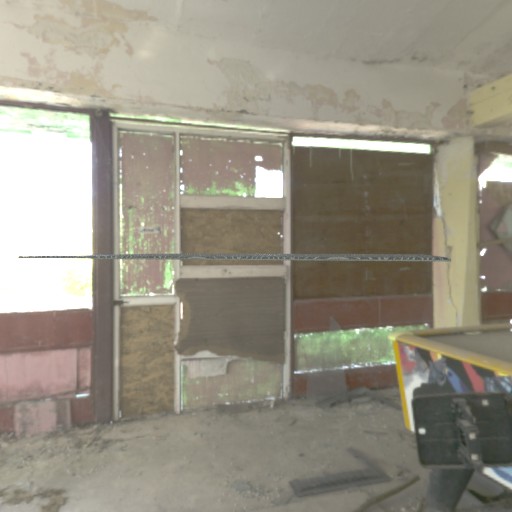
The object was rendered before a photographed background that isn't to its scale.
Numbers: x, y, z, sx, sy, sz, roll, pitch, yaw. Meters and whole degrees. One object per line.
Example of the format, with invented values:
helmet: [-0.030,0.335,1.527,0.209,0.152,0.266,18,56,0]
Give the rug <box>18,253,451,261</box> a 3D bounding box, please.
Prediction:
rug: [0.000,0.000,4.083,3.042,0.021,2.456,0,1,17]
